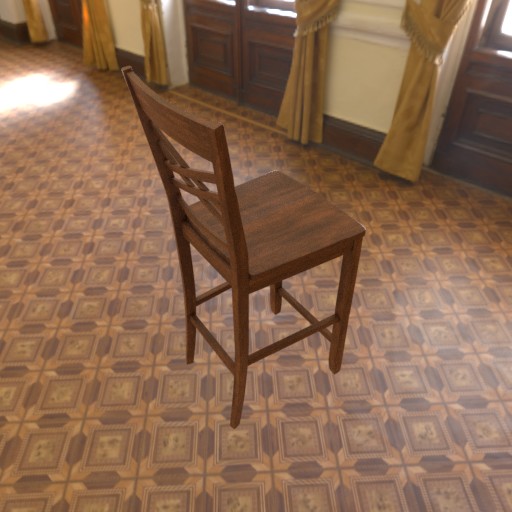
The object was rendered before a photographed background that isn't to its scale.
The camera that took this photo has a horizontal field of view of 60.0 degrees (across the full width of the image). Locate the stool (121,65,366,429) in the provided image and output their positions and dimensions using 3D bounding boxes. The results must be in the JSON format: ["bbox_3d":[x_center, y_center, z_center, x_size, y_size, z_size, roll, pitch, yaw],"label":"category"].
[{"bbox_3d":[0.000,0.000,1.364,0.504,1.098,0.426,-24,45,-26],"label":"stool"}]
